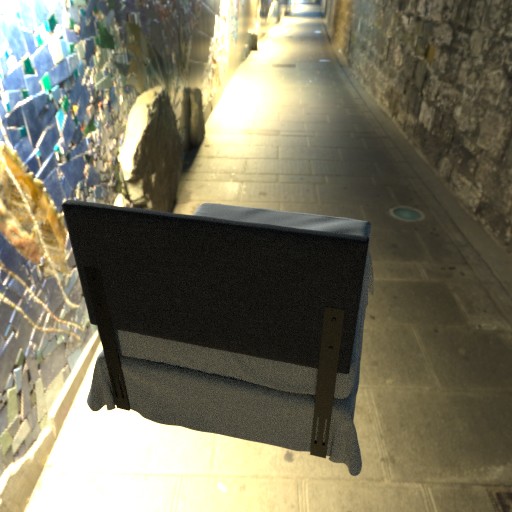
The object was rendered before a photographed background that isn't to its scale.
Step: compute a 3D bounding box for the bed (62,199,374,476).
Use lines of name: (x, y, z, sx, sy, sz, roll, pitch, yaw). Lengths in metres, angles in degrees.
bed: (0.000, 0.000, 3.434, 1.936, 1.577, 2.222, 8, 32, 13)
